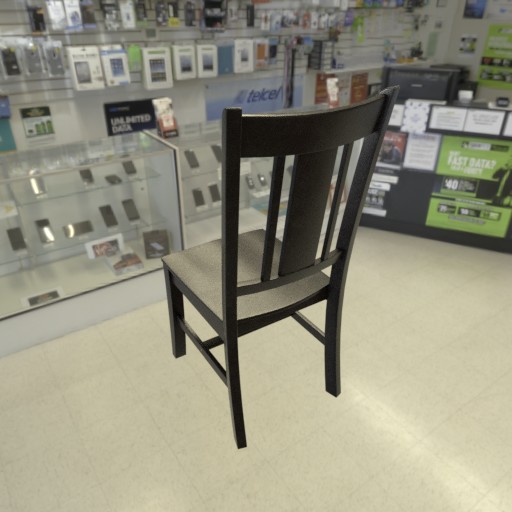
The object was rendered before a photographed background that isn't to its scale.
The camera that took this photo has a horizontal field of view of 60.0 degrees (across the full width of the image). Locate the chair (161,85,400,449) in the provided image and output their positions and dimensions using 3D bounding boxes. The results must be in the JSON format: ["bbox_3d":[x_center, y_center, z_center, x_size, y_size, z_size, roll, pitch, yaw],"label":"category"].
[{"bbox_3d":[0.000,0.000,1.333,0.450,0.998,0.555,-18,34,-28],"label":"chair"}]
